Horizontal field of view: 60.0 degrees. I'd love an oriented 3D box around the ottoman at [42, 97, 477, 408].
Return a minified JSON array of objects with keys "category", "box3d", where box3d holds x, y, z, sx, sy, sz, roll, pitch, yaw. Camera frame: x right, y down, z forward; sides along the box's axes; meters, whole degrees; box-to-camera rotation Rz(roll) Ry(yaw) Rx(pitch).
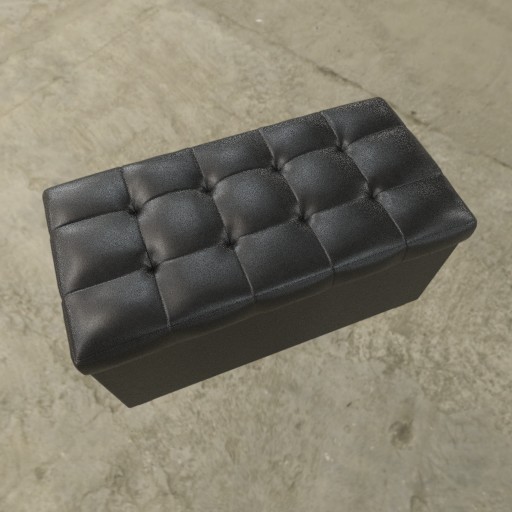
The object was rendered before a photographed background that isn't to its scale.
[{"category":"ottoman","box3d":[0.000,0.000,1.102,0.838,0.470,0.432,-18,61,-11]}]
